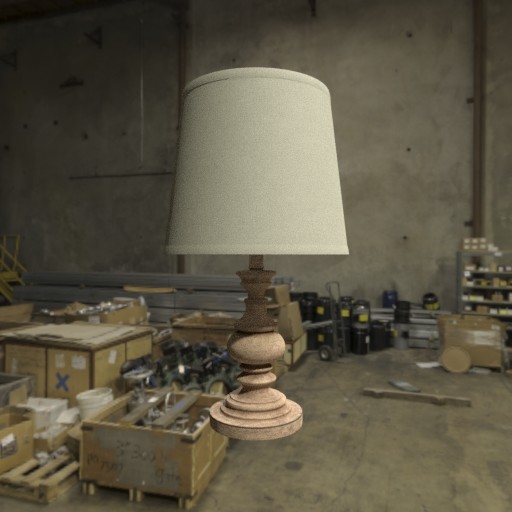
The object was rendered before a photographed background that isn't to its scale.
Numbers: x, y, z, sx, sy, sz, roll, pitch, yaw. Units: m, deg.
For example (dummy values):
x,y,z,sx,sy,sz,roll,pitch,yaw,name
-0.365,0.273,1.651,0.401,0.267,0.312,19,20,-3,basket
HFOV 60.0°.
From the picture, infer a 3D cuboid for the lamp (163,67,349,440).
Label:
x,y,z,sx,sy,sz,roll,pitch,yaw,name
0.000,0.000,0.664,0.273,0.497,0.273,0,0,0,lamp
